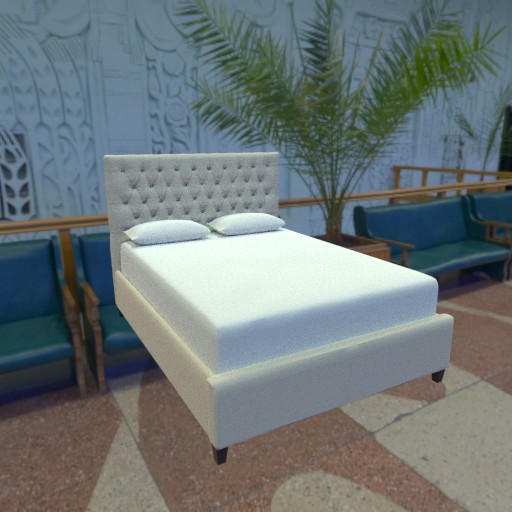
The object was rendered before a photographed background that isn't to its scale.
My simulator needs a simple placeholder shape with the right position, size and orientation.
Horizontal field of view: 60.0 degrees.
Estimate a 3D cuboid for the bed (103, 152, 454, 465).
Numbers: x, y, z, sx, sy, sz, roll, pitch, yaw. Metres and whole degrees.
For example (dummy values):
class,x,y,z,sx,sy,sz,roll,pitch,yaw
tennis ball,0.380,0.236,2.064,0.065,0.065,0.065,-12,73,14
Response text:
class,x,y,z,sx,sy,sz,roll,pitch,yaw
bed,0.000,0.000,3.299,1.696,1.426,2.233,-8,17,-28
